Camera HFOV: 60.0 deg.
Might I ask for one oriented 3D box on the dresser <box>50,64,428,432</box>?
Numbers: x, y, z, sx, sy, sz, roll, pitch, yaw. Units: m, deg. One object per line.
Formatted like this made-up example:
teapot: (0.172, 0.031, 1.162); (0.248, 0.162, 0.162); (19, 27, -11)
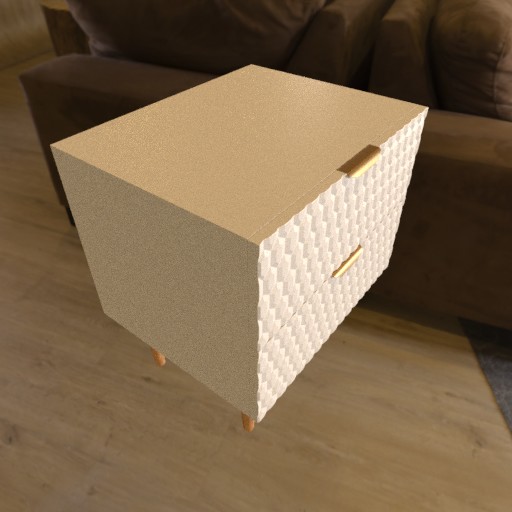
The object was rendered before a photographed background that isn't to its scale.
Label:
dresser: (0.000, 0.000, 0.920); (0.414, 0.568, 0.503); (26, 47, 28)
